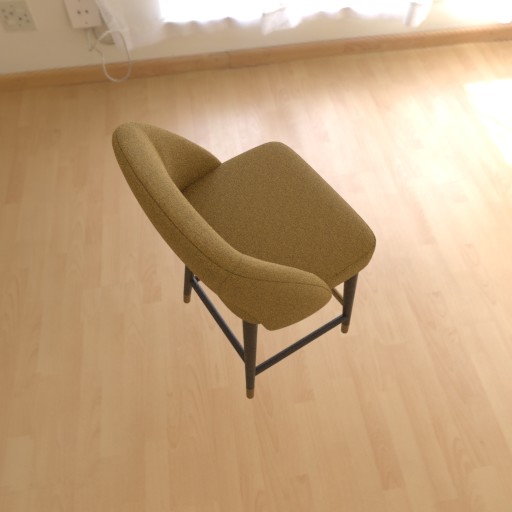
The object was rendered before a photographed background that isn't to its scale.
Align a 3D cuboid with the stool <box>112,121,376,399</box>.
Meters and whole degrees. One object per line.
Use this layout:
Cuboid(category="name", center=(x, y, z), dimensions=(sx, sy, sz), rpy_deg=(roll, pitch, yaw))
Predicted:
Cuboid(category="stool", center=(0.000, 0.000, 1.272), dimensions=(0.522, 0.939, 0.536), rpy_deg=(-30, 63, -17))
